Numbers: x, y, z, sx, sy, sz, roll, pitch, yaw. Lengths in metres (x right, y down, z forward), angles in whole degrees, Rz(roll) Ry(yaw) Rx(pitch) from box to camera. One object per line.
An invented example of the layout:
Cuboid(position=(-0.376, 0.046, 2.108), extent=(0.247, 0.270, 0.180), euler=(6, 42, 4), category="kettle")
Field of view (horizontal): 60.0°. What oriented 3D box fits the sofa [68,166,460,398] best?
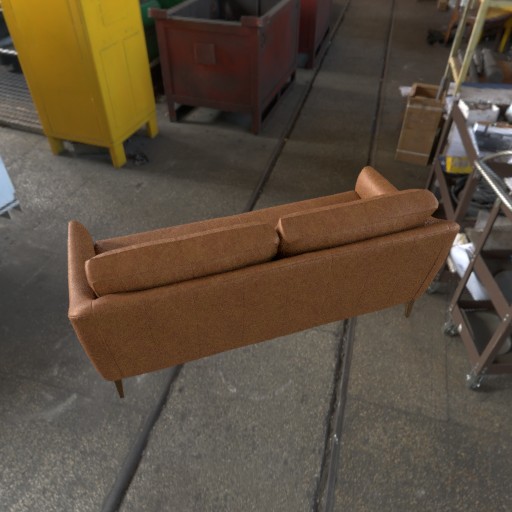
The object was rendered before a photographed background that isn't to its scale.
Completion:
Cuboid(position=(0.000, 0.000, 2.594), extent=(2.036, 0.945, 0.981), euler=(-13, 43, -14), category="sofa")
